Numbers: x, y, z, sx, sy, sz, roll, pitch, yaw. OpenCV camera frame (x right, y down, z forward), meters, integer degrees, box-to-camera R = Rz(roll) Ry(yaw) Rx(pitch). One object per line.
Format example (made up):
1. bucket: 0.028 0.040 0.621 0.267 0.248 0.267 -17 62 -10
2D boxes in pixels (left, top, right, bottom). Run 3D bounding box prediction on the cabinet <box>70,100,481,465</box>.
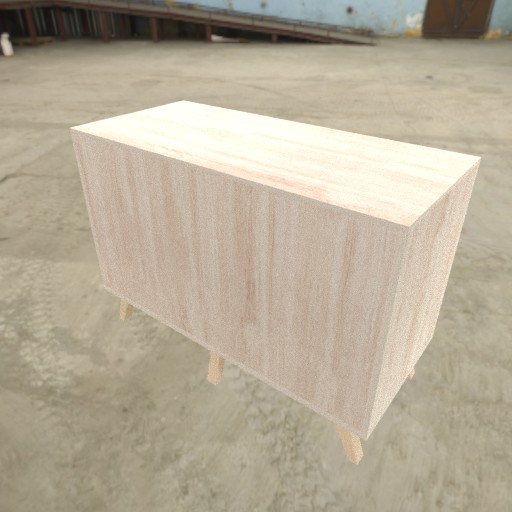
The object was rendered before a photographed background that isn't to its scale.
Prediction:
1. cabinet: 0.000 0.000 1.488 1.110 0.780 0.500 22 38 32
